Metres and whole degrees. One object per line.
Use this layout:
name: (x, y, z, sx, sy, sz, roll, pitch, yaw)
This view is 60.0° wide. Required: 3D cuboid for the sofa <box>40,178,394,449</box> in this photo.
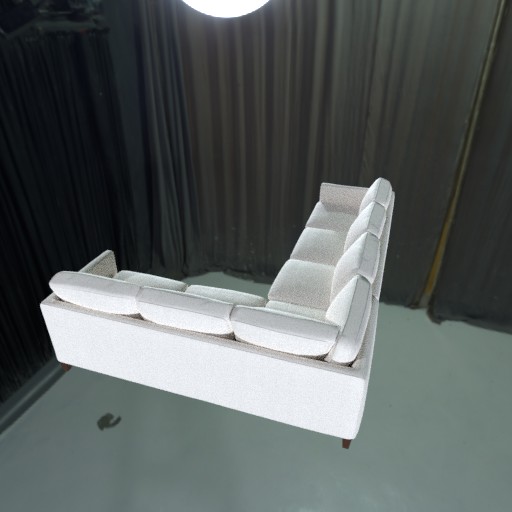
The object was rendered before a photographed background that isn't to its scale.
sofa: (0.000, 0.000, 4.608, 2.593, 0.947, 3.302, 10, 32, 16)
